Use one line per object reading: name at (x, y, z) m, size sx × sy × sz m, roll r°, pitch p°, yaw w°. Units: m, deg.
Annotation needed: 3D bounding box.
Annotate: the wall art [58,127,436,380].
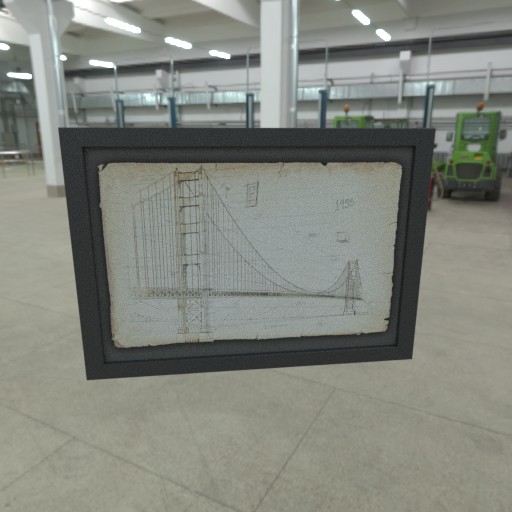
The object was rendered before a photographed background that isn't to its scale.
wall art at (0.000, 0.000, 0.551) m, size 0.432 × 0.306 × 0.016 m, roll -2°, pitch 16°, yaw -7°
